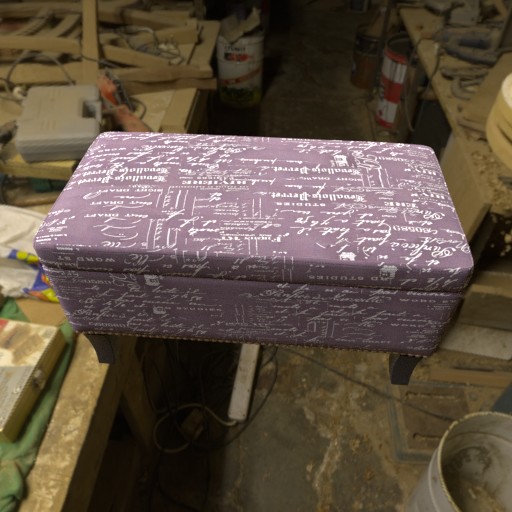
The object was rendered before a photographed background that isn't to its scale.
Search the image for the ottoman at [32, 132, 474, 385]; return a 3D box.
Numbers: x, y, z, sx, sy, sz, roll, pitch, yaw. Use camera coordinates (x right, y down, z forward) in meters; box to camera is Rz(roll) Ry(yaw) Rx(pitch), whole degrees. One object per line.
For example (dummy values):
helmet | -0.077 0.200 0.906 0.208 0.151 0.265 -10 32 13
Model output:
ottoman | 0.000 0.000 1.060 0.813 0.457 0.406 3 46 3
